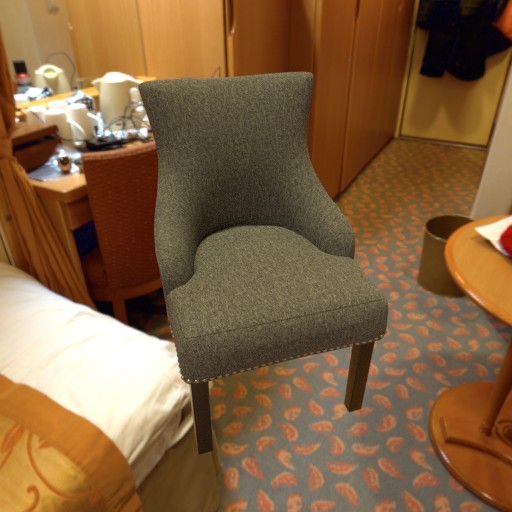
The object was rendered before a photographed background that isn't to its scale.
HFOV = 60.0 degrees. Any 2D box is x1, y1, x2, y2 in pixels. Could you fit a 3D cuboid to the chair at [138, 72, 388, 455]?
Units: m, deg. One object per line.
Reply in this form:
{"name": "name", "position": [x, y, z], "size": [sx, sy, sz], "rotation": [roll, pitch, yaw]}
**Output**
{"name": "chair", "position": [0.000, 0.000, 1.293], "size": [0.566, 0.909, 0.629], "rotation": [-10, 33, -15]}
